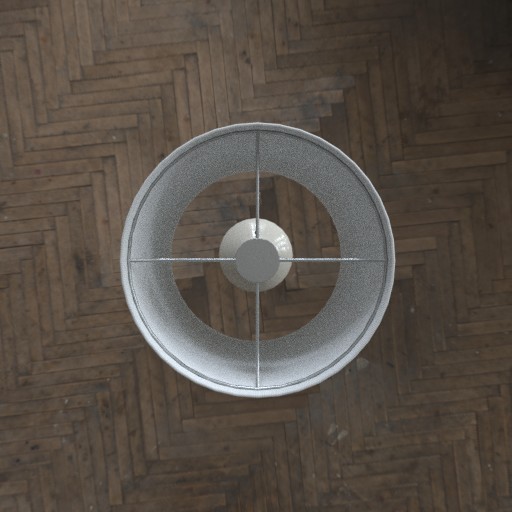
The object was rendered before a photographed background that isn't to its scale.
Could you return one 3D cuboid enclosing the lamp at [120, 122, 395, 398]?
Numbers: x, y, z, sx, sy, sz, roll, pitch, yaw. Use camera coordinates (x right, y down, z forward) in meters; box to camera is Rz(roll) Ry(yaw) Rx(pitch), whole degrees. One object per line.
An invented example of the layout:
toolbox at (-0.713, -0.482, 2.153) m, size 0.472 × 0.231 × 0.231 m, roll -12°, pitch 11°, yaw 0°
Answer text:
lamp at (0.000, 0.000, 0.562) m, size 0.207 × 0.461 × 0.207 m, roll 0°, pitch 91°, yaw 0°
